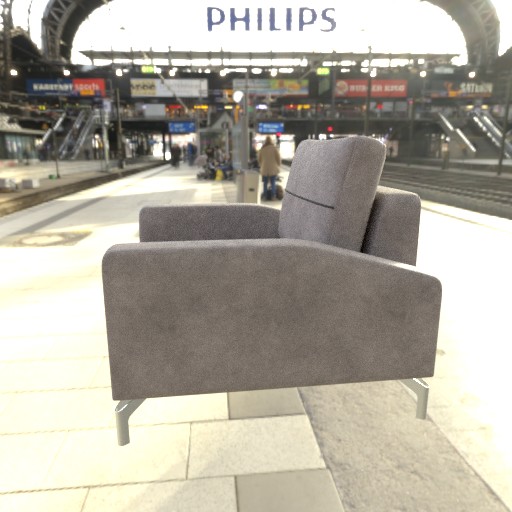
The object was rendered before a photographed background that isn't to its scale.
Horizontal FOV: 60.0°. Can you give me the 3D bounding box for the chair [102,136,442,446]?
[{"bbox_3d":[0.000,0.000,1.551,0.900,0.800,0.900,-2,14,-8],"label":"chair"}]
